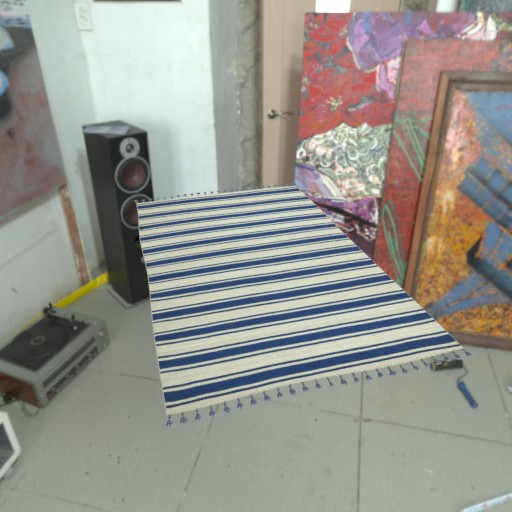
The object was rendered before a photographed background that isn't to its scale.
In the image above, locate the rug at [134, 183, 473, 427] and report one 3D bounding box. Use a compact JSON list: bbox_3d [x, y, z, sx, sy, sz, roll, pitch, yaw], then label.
[{"bbox_3d":[0.000,0.000,2.529,1.248,0.009,2.108,-8,31,-14],"label":"rug"}]
